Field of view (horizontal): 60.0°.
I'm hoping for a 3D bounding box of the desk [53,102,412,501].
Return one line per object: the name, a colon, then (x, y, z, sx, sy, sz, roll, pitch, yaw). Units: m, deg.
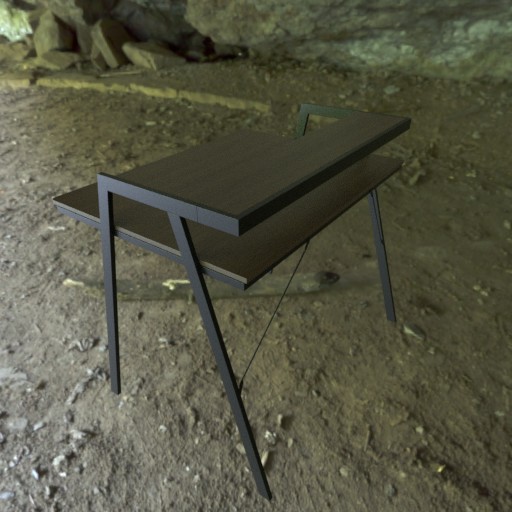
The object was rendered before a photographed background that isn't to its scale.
desk: (0.000, 0.000, 1.832, 0.936, 0.998, 1.143, 20, 36, 30)
